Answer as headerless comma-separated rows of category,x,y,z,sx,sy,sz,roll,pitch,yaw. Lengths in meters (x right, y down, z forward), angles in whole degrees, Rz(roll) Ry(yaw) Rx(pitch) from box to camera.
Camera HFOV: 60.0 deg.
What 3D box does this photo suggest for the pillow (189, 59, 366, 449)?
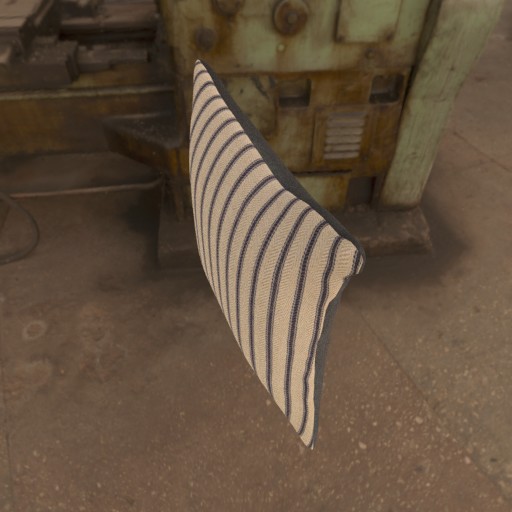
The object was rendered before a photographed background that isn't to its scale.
pillow,0.000,0.000,0.693,0.138,0.444,0.468,-17,49,-16
